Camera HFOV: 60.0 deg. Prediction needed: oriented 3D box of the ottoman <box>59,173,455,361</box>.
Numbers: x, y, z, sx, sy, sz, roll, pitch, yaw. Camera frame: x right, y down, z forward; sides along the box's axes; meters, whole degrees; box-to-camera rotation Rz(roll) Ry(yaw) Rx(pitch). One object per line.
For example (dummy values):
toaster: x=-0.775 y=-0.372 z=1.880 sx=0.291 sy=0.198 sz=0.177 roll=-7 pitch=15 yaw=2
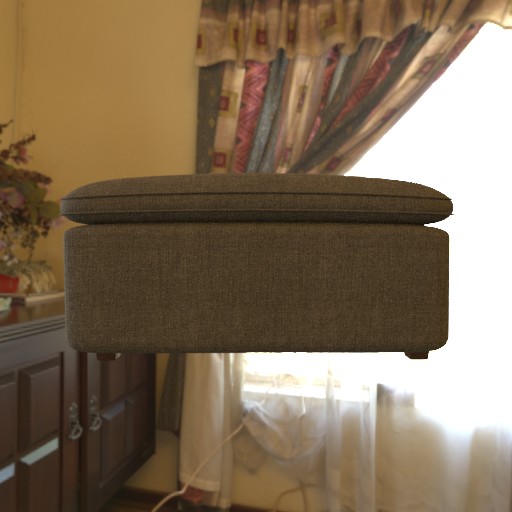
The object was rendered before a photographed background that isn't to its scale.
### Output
ottoman: x=0.000 y=0.000 z=1.677 sx=1.067 sy=0.559 sz=1.067 roll=0 pitch=1 yaw=-1
